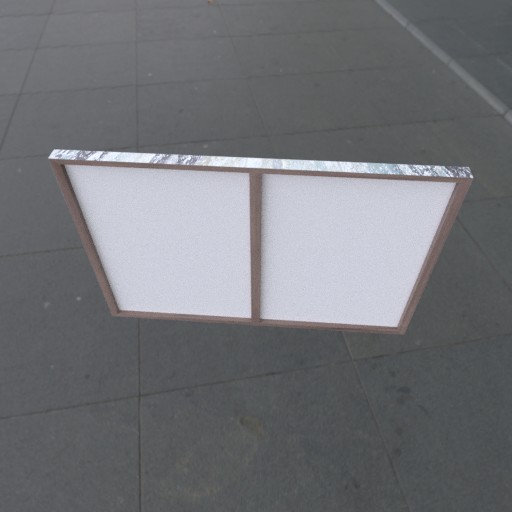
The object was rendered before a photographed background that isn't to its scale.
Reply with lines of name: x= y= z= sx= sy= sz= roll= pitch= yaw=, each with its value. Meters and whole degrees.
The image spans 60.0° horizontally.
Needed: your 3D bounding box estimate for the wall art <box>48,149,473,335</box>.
wall art: x=0.000 y=0.000 z=1.187 sx=0.919 sy=0.598 sz=0.038 roll=3 pitch=47 yaw=3
